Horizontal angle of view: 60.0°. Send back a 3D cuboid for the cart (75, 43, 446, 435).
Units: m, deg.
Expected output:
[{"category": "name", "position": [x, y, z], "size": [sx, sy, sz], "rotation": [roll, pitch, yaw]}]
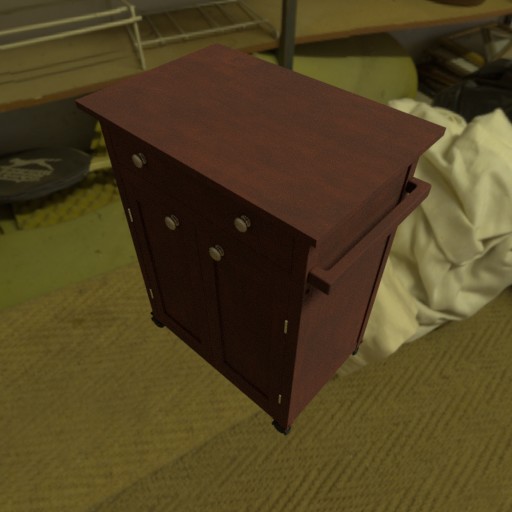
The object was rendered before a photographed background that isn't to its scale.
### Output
[{"category": "cart", "position": [0.000, 0.000, 1.250], "size": [0.683, 0.864, 0.442], "rotation": [33, 55, 28]}]
